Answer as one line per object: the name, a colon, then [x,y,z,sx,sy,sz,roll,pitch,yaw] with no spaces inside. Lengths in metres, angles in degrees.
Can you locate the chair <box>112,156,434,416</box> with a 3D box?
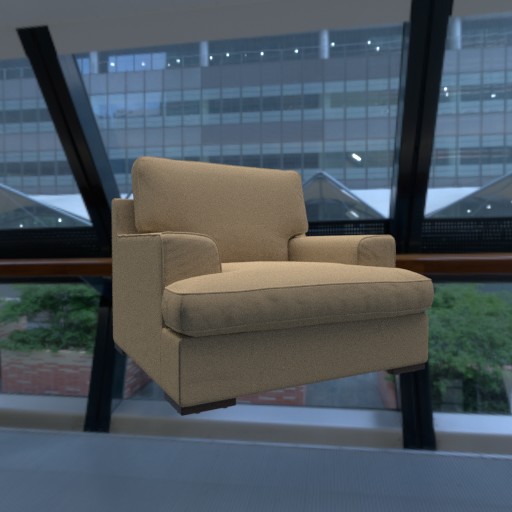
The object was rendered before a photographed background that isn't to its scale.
chair: [0.000,0.000,2.142,1.293,1.005,1.274,-1,2,-36]
